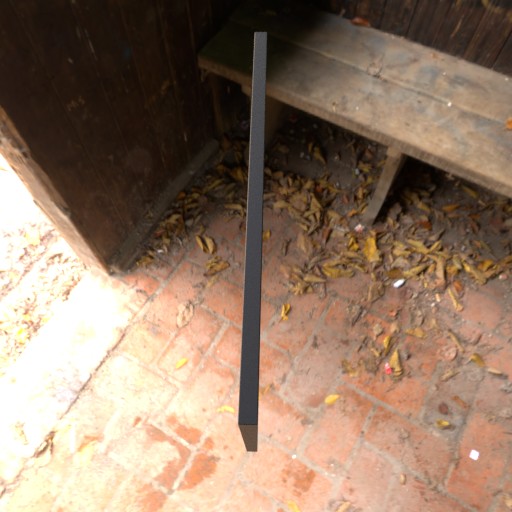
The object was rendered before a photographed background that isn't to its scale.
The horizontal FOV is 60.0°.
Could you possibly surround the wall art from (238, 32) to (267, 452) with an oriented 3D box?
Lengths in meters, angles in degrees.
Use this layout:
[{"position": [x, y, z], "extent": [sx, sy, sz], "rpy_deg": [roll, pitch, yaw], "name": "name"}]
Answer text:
[{"position": [0.000, 0.000, 0.556], "extent": [0.016, 0.306, 0.432], "rpy_deg": [1, 63, 1], "name": "wall art"}]
